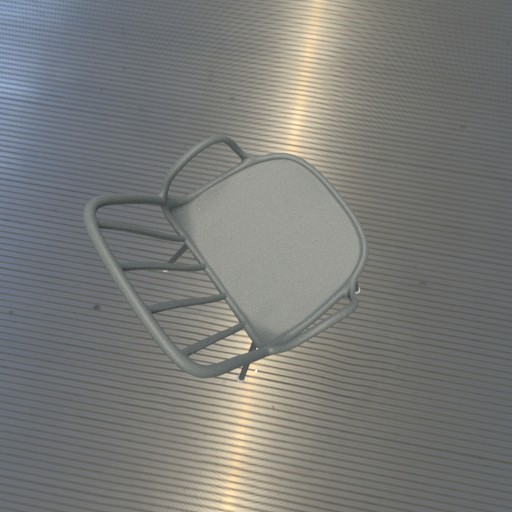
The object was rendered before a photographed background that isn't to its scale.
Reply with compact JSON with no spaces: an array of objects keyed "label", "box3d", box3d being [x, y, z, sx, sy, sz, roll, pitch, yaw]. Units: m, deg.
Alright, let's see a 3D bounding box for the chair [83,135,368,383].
[{"label":"chair","box3d":[0.000,0.000,1.230,0.597,0.816,0.549,-35,78,-8]}]
